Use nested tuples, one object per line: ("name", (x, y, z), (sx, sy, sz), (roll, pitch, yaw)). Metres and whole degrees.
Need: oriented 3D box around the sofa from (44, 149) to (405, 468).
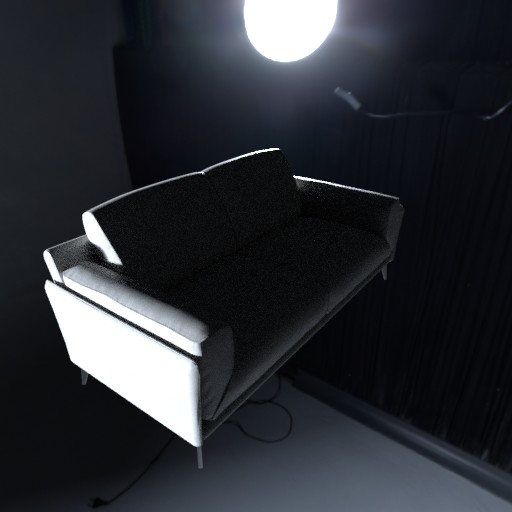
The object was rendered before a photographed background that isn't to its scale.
("sofa", (0.000, 0.000, 2.657), (1.049, 0.930, 2.101), (19, 32, 32))
